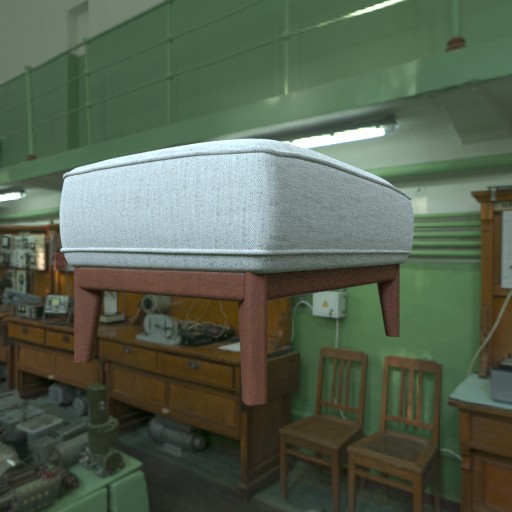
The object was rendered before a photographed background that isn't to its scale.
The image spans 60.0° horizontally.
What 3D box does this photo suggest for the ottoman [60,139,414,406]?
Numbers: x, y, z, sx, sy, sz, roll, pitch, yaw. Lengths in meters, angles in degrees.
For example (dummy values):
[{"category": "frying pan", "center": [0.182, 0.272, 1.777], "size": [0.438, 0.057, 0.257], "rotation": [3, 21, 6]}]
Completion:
[{"category": "ottoman", "center": [0.000, 0.000, 1.138], "size": [0.594, 0.465, 0.794], "rotation": [0, 1, 35]}]
